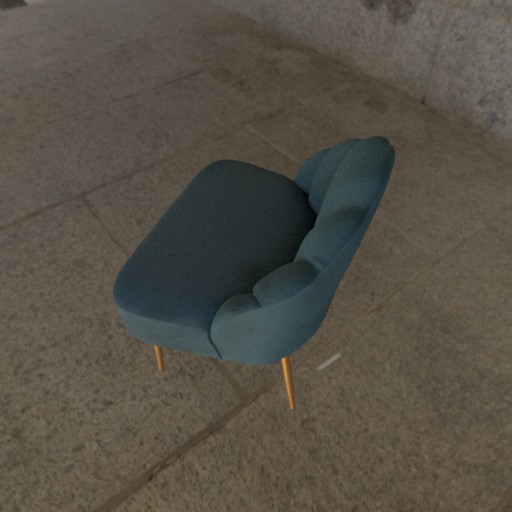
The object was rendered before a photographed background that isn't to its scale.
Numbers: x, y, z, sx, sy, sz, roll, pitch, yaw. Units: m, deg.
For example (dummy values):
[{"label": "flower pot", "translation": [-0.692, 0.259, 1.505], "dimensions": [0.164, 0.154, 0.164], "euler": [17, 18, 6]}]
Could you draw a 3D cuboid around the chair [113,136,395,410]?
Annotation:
[{"label": "chair", "translation": [0.000, 0.000, 1.266], "dimensions": [0.599, 0.819, 0.657], "euler": [17, 50, 15]}]
